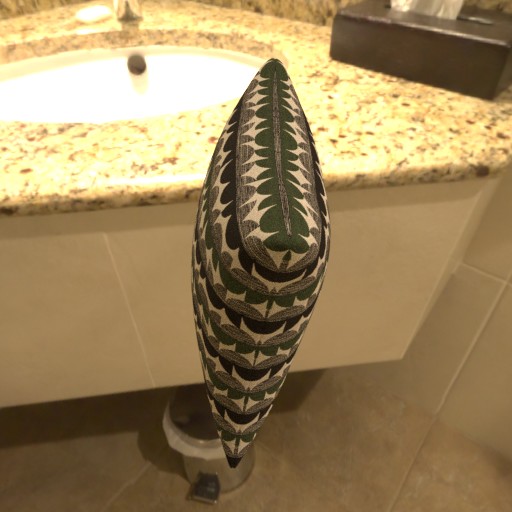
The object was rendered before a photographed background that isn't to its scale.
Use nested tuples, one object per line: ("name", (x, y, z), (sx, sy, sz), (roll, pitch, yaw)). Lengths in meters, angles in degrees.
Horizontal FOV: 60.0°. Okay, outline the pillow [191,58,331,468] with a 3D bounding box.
("pillow", (0.000, 0.000, 0.621), (0.180, 0.404, 0.419), (0, 43, 0))
